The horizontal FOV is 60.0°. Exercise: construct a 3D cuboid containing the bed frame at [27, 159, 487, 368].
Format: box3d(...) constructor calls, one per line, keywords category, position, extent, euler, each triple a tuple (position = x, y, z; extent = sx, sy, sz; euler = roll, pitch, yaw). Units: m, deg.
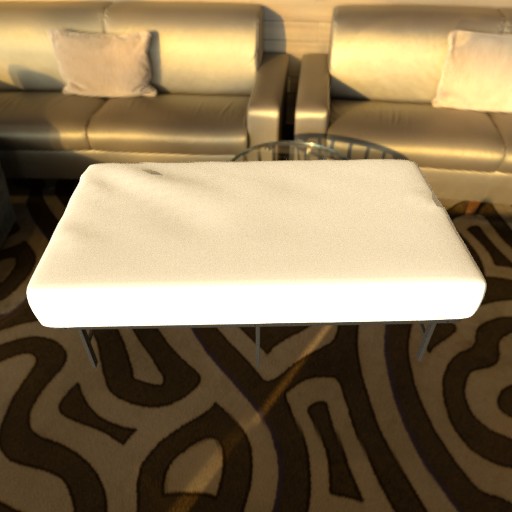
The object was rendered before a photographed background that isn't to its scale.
box3d(category="bed frame", position=(0.000, 0.000, 2.332), extent=(1.908, 0.640, 1.025), euler=(-1, 41, -1))
